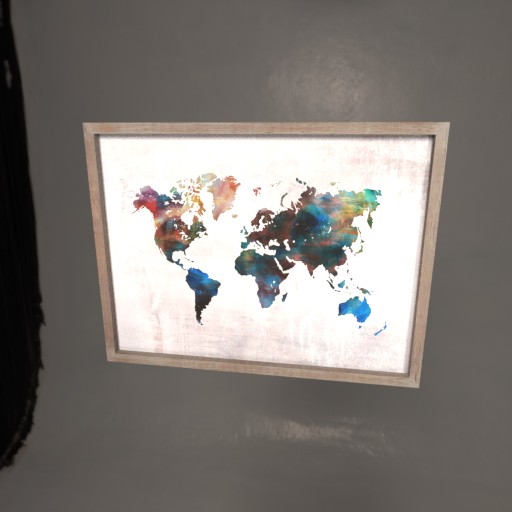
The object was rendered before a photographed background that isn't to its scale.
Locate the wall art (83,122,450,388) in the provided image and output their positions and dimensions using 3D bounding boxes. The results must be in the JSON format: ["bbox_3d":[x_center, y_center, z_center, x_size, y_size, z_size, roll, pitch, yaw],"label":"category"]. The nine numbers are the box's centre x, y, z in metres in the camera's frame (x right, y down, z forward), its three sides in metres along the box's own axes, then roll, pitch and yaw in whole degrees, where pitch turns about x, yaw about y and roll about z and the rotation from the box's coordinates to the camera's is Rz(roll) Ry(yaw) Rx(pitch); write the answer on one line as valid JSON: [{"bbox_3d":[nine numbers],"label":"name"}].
[{"bbox_3d":[0.000,0.000,1.750,1.320,1.009,0.070,3,16,9],"label":"wall art"}]
